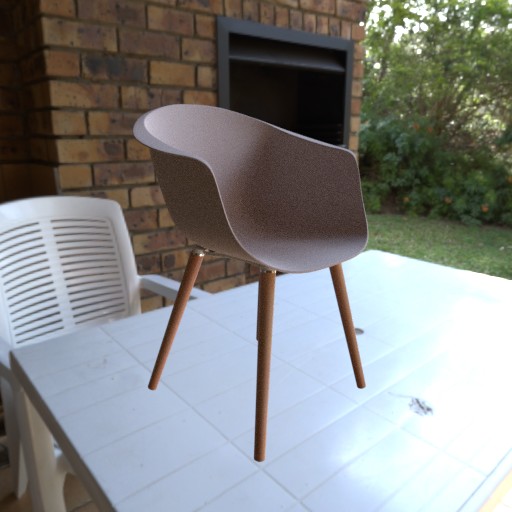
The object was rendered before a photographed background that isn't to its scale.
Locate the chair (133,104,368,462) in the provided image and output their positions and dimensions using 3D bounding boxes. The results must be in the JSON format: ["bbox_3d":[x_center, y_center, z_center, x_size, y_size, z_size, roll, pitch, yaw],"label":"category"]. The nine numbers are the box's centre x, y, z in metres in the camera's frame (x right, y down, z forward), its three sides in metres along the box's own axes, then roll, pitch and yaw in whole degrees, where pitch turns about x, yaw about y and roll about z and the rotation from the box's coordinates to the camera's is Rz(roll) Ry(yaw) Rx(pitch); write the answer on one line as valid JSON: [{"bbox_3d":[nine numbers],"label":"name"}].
[{"bbox_3d":[0.000,0.000,1.173,0.504,0.781,0.593,15,21,43],"label":"chair"}]
